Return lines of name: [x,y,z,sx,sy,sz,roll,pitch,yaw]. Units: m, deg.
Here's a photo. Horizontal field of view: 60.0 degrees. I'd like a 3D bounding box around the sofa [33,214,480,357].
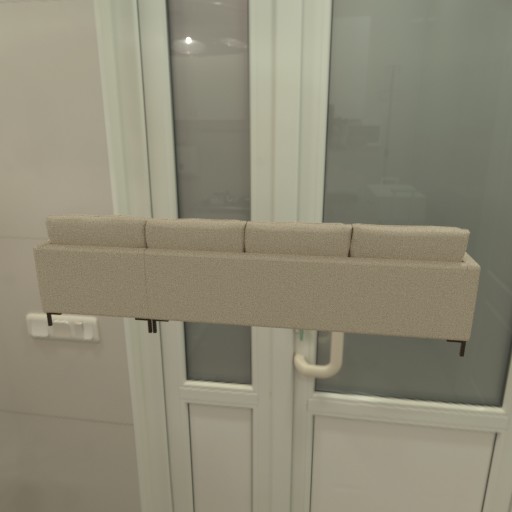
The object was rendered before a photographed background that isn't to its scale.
sofa: [0.000,0.000,3.246,2.731,0.755,1.258,3,17,8]
